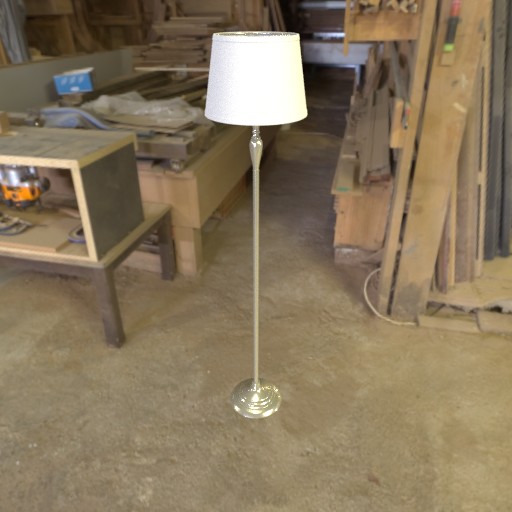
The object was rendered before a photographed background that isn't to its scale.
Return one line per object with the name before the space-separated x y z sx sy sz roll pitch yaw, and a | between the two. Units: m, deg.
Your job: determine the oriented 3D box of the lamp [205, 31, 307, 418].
lamp | 0.000 0.000 1.679 0.327 1.506 0.327 9 31 15
